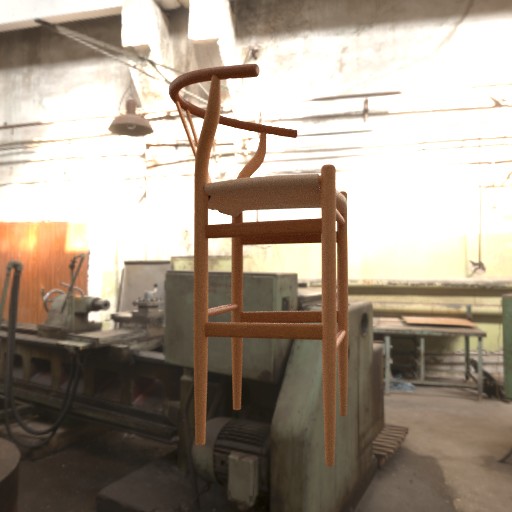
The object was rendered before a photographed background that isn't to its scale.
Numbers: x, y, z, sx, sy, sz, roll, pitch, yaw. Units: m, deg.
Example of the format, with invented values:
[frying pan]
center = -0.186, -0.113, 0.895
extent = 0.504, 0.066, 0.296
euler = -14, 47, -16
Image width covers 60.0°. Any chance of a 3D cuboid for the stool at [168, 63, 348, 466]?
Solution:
[stool]
center = 0.000, 0.000, 1.391
extent = 0.561, 1.068, 0.574
euler = -1, -2, 16
